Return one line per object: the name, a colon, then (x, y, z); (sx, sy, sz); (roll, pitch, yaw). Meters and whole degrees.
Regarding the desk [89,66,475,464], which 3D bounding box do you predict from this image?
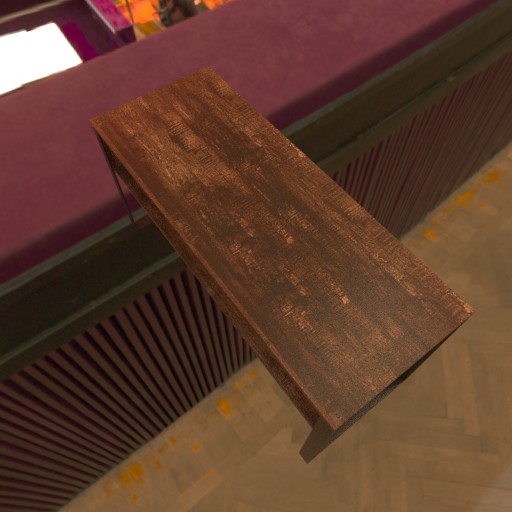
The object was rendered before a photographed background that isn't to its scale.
desk: (0.000, 0.000, 1.946); (0.599, 0.762, 1.524); (-32, 64, -18)
